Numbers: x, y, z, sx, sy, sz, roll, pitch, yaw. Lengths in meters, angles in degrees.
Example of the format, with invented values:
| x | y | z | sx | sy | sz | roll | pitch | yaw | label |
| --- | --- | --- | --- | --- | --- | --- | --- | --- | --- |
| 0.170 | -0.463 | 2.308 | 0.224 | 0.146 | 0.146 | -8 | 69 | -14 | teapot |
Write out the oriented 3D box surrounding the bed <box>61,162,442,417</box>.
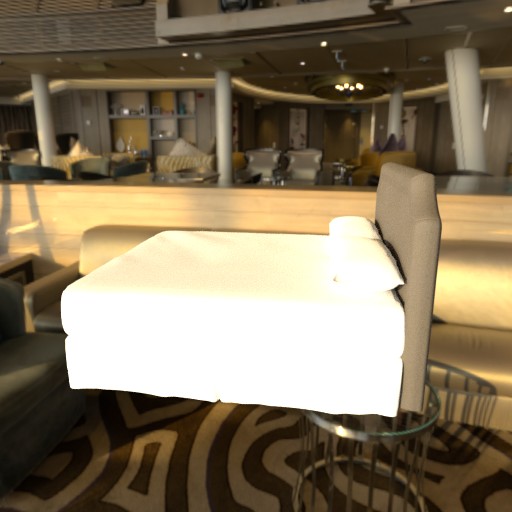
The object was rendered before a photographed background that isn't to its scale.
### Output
| x | y | z | sx | sy | sz | roll | pitch | yaw | label |
| --- | --- | --- | --- | --- | --- | --- | --- | --- | --- |
| 0.000 | 0.000 | 3.885 | 2.536 | 1.561 | 2.194 | 2 | 15 | 8 | bed |
